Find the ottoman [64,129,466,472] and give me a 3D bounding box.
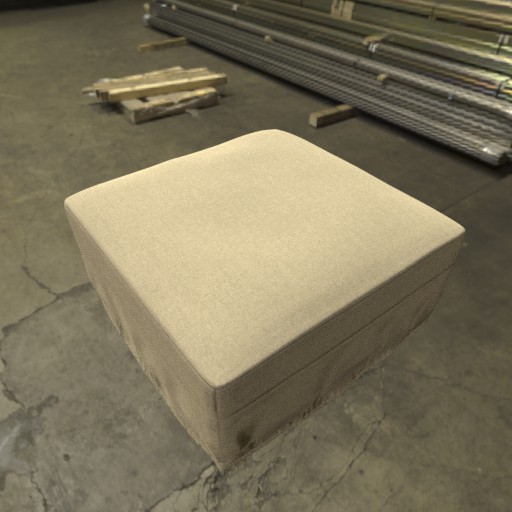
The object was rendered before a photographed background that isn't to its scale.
[{"bbox_3d":[0.000,0.000,1.351,0.843,0.436,0.840,-26,47,-28],"label":"ottoman"}]
